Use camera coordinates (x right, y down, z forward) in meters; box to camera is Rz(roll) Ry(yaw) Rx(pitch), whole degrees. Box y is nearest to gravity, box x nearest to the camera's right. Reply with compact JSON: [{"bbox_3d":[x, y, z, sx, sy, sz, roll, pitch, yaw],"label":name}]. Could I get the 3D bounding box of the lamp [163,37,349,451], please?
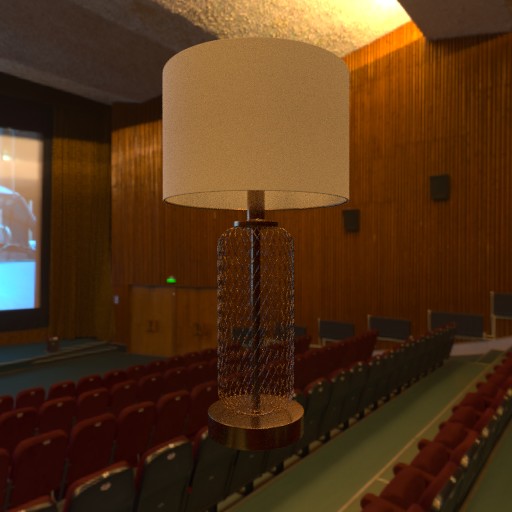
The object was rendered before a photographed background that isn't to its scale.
[{"bbox_3d":[0.000,0.000,0.613,0.252,0.483,0.252,0,1,37],"label":"lamp"}]
